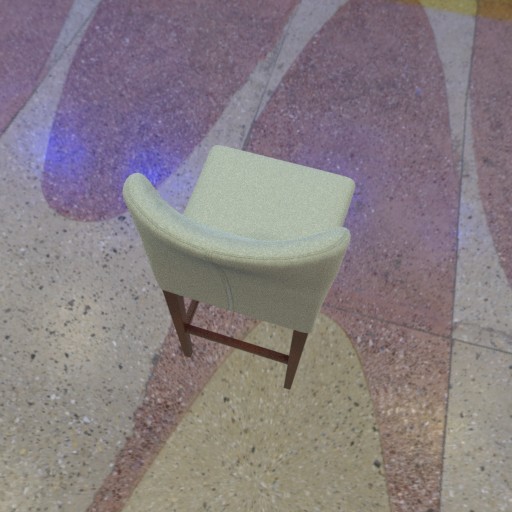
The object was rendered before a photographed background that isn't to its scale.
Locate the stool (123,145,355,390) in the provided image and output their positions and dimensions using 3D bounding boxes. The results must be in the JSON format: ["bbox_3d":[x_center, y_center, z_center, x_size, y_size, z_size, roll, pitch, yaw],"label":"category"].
[{"bbox_3d":[0.000,0.000,1.388,0.479,1.069,0.568,16,64,8],"label":"stool"}]
